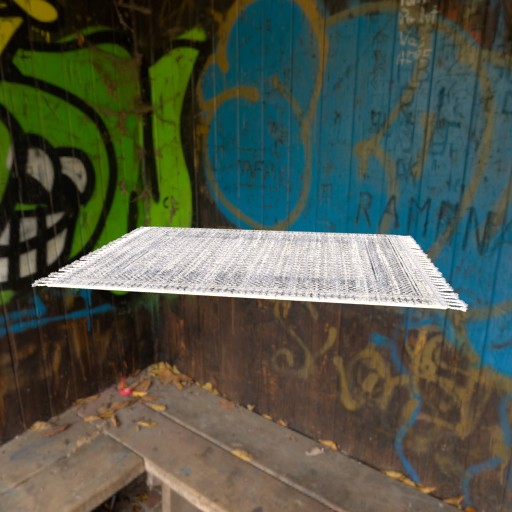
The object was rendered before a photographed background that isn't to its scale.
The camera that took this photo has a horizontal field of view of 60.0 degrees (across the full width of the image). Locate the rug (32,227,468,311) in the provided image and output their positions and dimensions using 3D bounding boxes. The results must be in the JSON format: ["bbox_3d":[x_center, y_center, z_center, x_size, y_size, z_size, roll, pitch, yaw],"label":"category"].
[{"bbox_3d":[0.000,0.000,2.426,1.872,0.013,1.243,2,16,8],"label":"rug"}]
